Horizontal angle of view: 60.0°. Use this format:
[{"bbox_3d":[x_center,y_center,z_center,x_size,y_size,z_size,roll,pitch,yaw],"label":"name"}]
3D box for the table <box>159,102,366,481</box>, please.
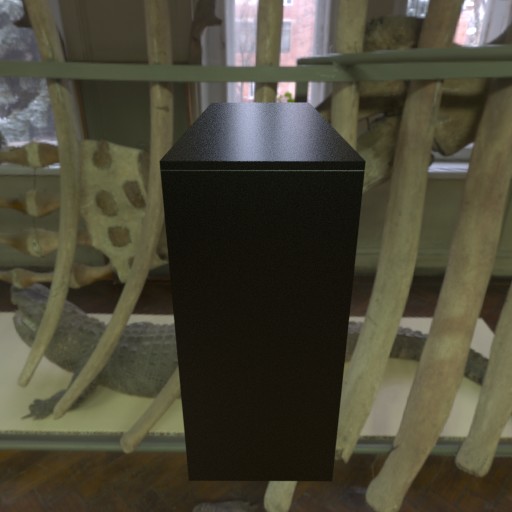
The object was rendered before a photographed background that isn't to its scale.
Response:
[{"bbox_3d":[0.000,0.000,1.347,0.380,0.790,0.930,0,25,0],"label":"table"}]
